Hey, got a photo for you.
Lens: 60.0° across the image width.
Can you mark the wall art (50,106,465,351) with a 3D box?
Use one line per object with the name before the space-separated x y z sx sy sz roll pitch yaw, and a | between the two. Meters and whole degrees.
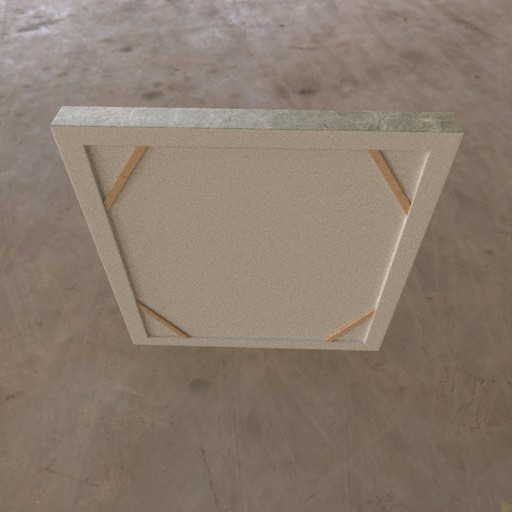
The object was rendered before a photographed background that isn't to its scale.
wall art | 0.000 0.000 0.595 0.405 0.407 0.038 1 47 1
